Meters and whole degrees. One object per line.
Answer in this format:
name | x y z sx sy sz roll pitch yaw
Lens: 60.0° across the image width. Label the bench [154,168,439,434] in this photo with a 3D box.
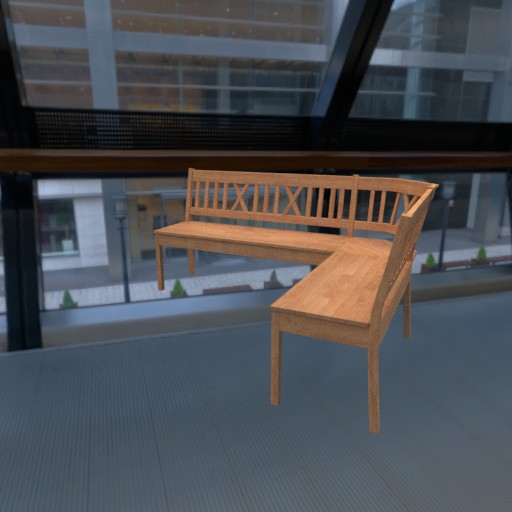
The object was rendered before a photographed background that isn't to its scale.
bench | 0.000 0.000 2.732 1.937 0.902 1.537 7 17 25
